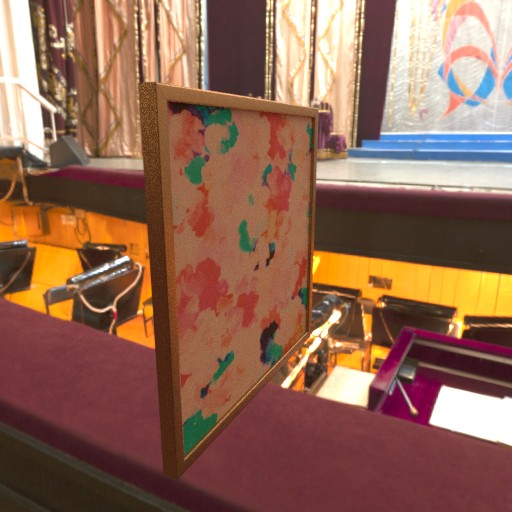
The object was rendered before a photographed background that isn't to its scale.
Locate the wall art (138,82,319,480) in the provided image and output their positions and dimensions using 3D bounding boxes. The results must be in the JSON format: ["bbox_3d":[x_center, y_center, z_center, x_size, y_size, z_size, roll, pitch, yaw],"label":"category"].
[{"bbox_3d":[0.000,0.000,1.146,0.036,0.765,0.767,8,17,27],"label":"wall art"}]
